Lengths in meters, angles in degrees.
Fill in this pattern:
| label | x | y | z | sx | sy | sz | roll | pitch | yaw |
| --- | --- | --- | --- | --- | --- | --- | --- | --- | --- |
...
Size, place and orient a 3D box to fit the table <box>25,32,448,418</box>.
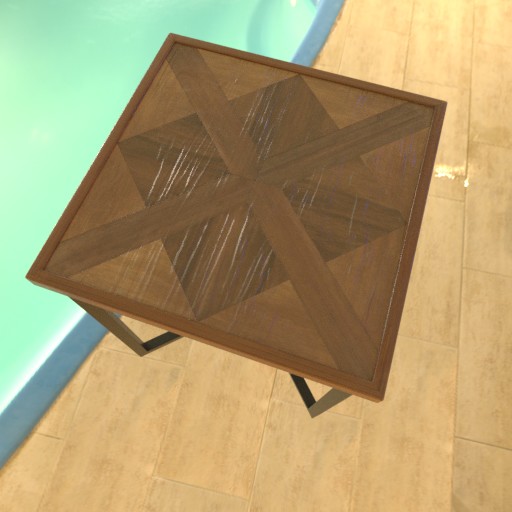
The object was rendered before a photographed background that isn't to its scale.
| label | x | y | z | sx | sy | sz | roll | pitch | yaw |
| --- | --- | --- | --- | --- | --- | --- | --- | --- | --- |
| table | 0.000 | 0.000 | 0.929 | 0.503 | 0.563 | 0.503 | 17 | 67 | 8 |
